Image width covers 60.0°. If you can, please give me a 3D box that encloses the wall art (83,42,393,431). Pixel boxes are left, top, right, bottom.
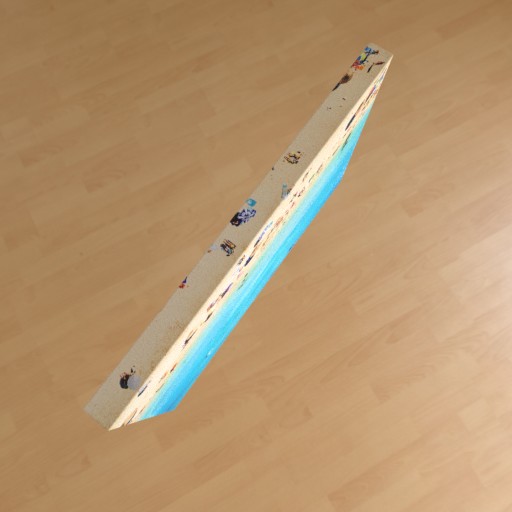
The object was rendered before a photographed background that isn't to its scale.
[{"bbox_3d":[0.000,0.000,1.103,0.057,0.595,0.894,35,77,9],"label":"wall art"}]
